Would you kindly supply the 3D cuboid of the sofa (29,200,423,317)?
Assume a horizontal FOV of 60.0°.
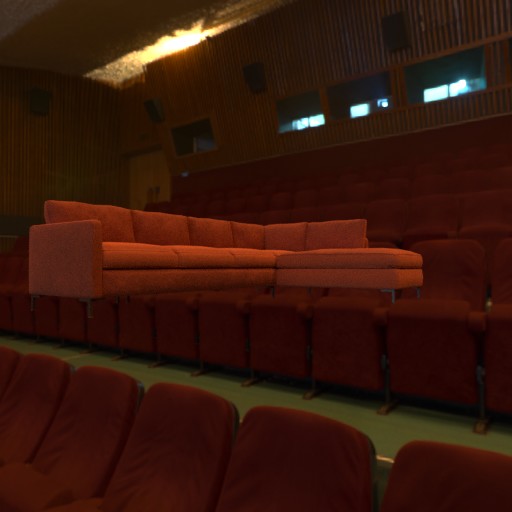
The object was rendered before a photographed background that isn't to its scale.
[{"bbox_3d":[0.000,0.000,3.538,1.879,0.757,2.736,-1,-1,36],"label":"sofa"}]
